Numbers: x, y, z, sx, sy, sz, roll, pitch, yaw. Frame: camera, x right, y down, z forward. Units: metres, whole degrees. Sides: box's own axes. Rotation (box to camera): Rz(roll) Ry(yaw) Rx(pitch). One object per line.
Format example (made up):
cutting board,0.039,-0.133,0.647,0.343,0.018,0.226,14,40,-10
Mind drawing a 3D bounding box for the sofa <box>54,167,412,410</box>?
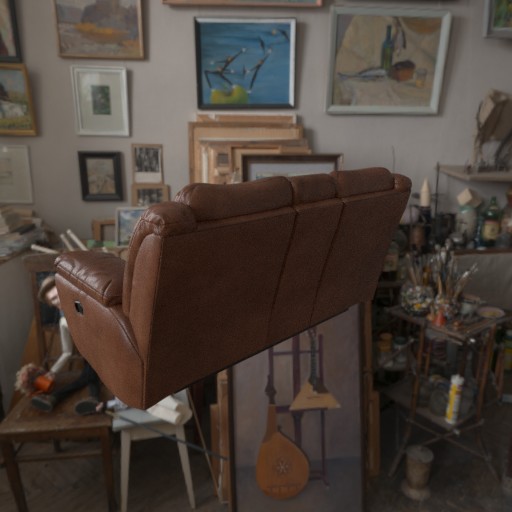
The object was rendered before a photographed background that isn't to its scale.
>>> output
sofa,0.000,0.000,2.669,2.058,1.043,0.991,-15,22,-43
